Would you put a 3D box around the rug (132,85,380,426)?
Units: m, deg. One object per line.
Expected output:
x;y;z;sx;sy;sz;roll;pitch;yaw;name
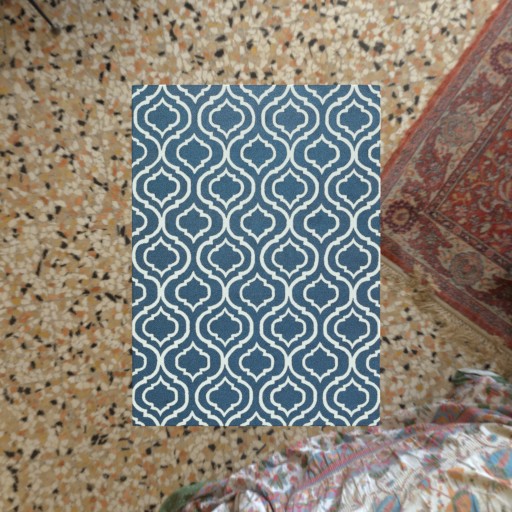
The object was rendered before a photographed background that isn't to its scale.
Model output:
0.000;0.000;4.357;2.438;0.010;3.353;0;90;0;rug
